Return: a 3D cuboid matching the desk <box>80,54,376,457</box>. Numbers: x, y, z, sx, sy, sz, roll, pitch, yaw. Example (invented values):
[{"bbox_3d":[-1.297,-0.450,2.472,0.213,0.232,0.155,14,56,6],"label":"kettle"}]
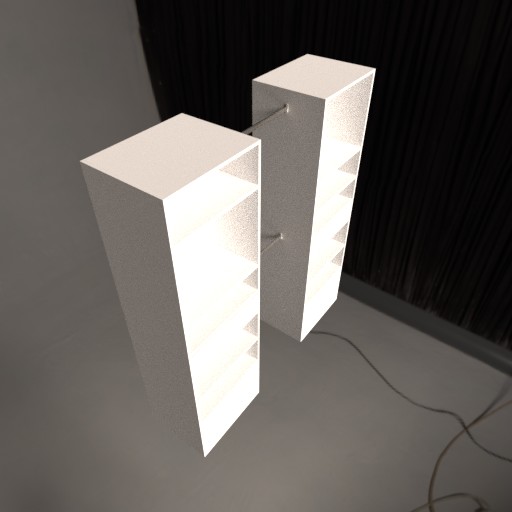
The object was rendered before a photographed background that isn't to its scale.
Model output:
[{"bbox_3d":[0.000,0.000,2.892,0.480,2.000,1.770,26,47,27],"label":"desk"}]
